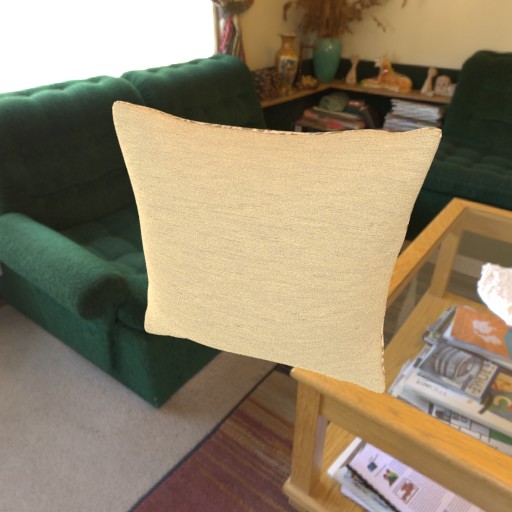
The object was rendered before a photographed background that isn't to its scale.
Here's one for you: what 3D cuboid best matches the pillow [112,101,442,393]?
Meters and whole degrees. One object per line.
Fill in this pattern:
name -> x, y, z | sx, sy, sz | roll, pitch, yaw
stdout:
pillow -> 0.000, 0.000, 0.661 | 0.438, 0.421, 0.167 | 11, 33, 17
